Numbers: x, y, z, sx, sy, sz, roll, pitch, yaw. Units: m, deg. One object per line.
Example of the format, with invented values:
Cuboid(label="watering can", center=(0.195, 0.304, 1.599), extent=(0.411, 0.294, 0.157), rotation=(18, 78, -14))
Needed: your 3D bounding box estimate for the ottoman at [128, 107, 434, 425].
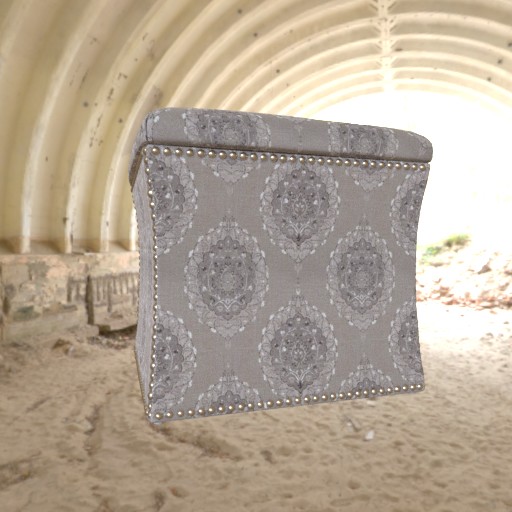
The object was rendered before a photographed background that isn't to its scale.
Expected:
Cuboid(label="ottoman", center=(0.000, 0.000, 0.908), extent=(0.497, 0.473, 0.507), rotation=(0, 1, -18))
